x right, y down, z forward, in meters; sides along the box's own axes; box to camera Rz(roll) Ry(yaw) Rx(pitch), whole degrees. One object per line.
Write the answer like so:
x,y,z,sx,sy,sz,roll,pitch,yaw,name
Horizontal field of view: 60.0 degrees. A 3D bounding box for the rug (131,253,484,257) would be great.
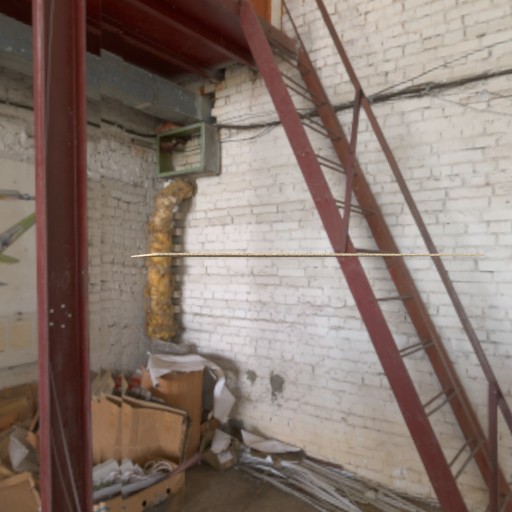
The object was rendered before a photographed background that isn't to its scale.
0.000,0.000,2.237,1.142,0.006,1.752,0,0,-18,rug
